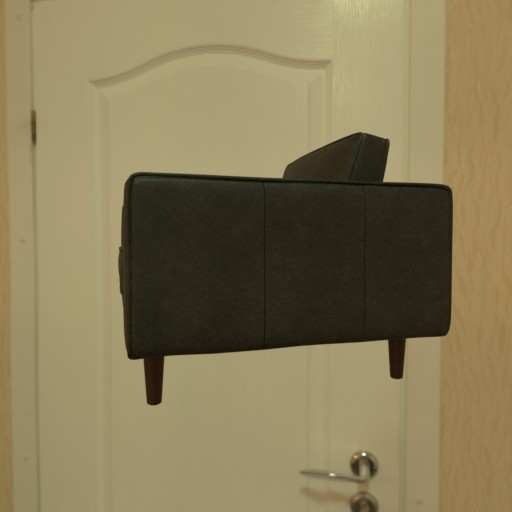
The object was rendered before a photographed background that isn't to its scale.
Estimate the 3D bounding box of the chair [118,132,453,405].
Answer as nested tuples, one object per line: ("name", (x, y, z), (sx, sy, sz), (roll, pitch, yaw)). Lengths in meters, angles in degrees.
("chair", (0.000, 0.000, 1.540), (0.914, 0.763, 0.889), (-1, 2, -17))
